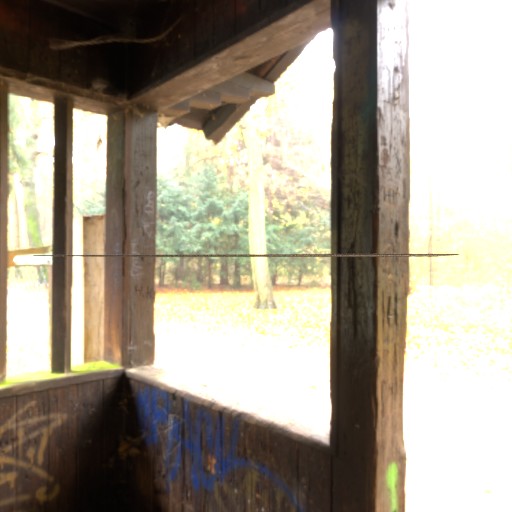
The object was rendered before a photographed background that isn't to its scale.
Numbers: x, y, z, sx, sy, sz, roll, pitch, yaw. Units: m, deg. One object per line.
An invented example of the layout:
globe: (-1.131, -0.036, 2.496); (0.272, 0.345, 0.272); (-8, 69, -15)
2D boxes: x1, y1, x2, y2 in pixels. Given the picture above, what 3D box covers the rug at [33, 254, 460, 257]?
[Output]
rug: (0.000, 0.000, 3.096); (2.438, 0.008, 1.523); (0, 0, 18)
